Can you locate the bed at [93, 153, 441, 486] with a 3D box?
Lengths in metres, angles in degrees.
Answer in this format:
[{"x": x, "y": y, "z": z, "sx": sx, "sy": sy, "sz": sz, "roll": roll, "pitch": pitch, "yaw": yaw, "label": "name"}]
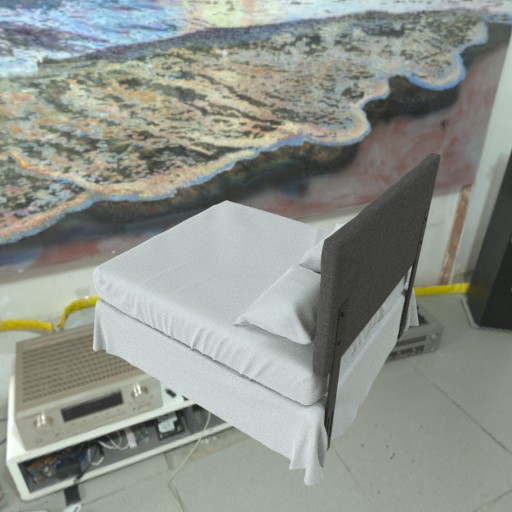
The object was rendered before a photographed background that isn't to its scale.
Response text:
[{"x": 0.000, "y": 0.000, "z": 3.440, "sx": 2.222, "sy": 1.577, "sz": 1.936, "roll": 20, "pitch": 35, "yaw": 30, "label": "bed"}]
